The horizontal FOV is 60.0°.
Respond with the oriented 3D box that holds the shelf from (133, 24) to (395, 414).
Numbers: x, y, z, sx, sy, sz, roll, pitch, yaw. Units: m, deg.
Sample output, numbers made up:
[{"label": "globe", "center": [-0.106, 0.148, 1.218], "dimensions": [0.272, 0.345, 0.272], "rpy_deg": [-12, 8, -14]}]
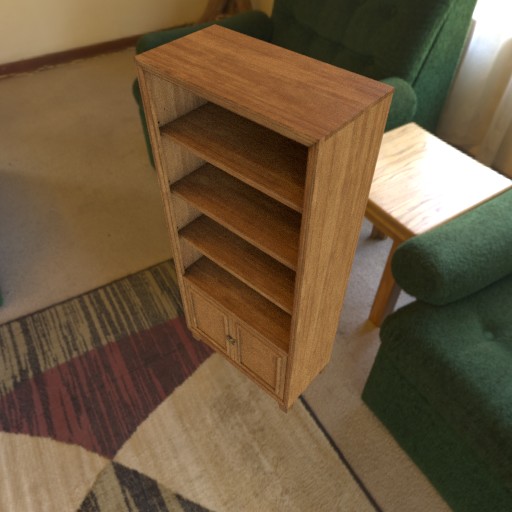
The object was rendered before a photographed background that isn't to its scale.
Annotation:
[{"label": "shelf", "center": [0.000, 0.000, 2.291], "dimensions": [0.864, 1.930, 0.453], "rpy_deg": [33, 55, 27]}]
